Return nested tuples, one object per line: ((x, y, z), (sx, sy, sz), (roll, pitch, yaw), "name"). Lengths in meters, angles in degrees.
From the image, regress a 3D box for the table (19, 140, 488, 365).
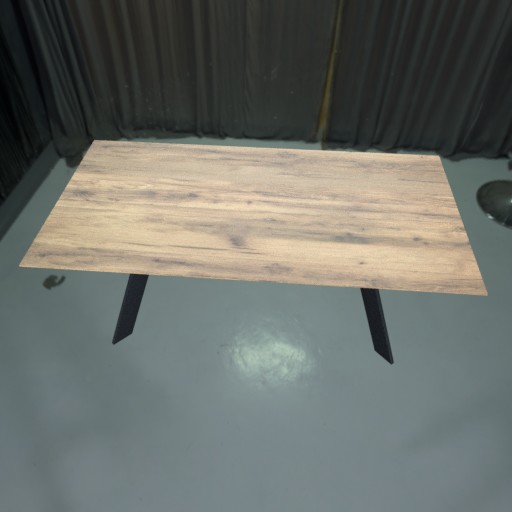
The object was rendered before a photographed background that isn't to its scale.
((0.000, 0.000, 2.505), (2.000, 0.770, 1.000), (3, 47, 3), "table")
